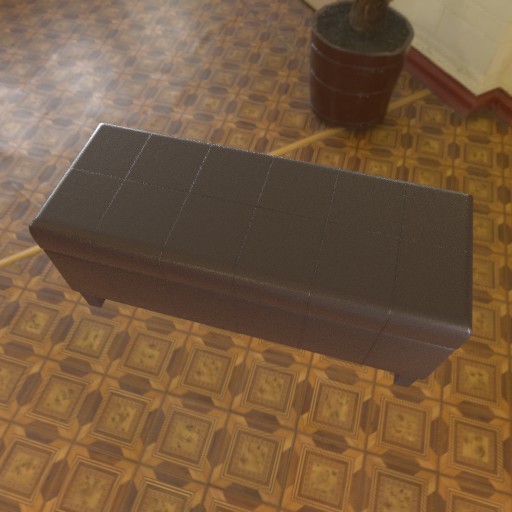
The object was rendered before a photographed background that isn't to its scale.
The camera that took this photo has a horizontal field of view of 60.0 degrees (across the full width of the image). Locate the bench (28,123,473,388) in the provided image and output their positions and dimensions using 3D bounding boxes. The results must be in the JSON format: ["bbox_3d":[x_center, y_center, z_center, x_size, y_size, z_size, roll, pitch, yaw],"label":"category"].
[{"bbox_3d":[0.000,0.000,1.322,1.092,0.457,0.429,13,58,8],"label":"bench"}]
